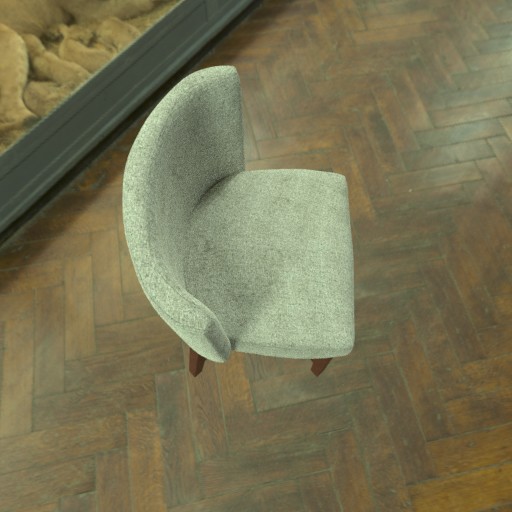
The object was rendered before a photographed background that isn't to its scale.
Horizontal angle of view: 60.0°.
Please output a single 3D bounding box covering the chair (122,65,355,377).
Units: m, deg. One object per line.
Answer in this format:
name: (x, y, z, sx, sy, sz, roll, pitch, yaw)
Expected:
chair: (0.000, 0.000, 1.324, 0.575, 0.827, 0.728, 3, 63, 1)
